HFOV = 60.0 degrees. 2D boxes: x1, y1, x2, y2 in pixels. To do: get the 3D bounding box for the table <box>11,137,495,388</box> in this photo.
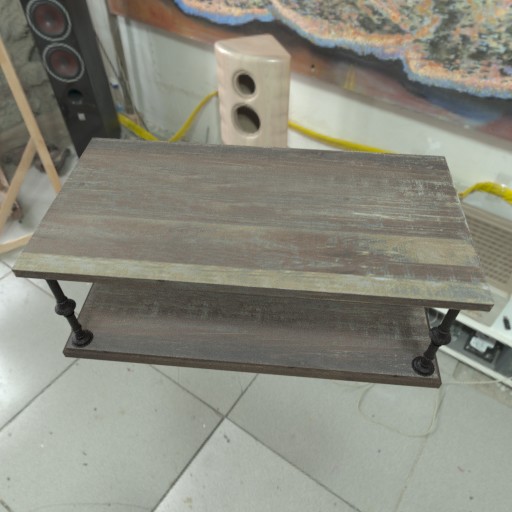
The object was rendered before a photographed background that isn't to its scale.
[{"bbox_3d":[0.000,0.000,1.326,1.088,0.399,0.554,4,47,4],"label":"table"}]
